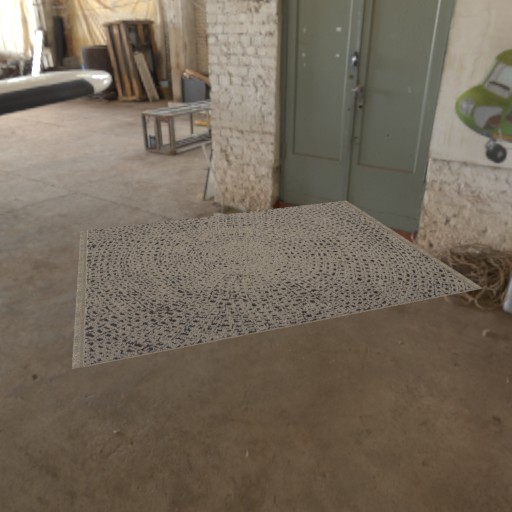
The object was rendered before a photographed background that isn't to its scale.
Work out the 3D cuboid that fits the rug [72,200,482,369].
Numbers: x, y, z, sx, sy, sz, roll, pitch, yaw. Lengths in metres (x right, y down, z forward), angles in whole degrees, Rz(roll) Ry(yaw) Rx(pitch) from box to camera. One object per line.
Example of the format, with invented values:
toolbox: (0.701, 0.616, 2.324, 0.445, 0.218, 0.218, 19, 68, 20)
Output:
rug: (0.000, 0.000, 2.156, 1.634, 0.003, 1.190, -8, 27, -16)
